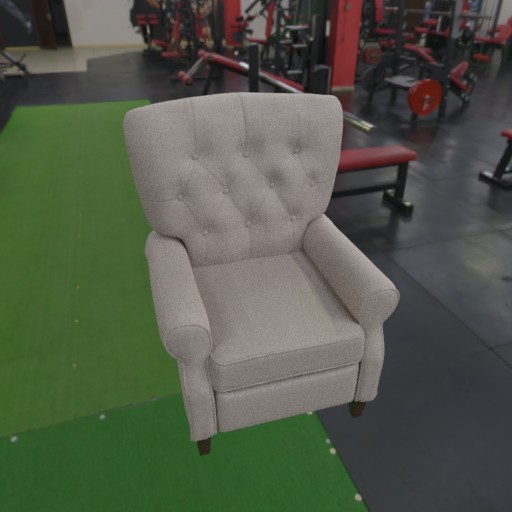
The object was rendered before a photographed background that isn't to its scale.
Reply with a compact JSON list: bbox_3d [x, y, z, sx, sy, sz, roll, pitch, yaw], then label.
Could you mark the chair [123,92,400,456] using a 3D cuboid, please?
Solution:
[{"bbox_3d":[0.000,0.000,1.907,0.942,1.209,1.025,-8,32,-13],"label":"chair"}]
